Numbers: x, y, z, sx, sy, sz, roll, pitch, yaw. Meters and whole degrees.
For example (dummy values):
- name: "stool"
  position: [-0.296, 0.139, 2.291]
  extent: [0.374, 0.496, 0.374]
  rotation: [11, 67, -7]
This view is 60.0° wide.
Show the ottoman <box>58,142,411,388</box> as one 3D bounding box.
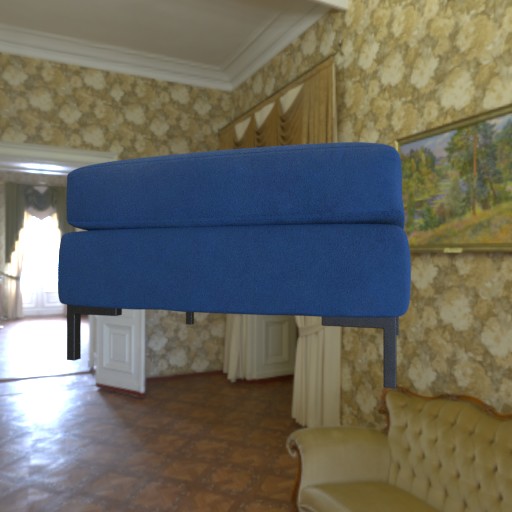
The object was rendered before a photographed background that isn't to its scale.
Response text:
- name: "ottoman"
  position: [0.000, 0.000, 1.208]
  extent: [0.794, 0.485, 0.655]
  rotation: [0, -1, 18]
